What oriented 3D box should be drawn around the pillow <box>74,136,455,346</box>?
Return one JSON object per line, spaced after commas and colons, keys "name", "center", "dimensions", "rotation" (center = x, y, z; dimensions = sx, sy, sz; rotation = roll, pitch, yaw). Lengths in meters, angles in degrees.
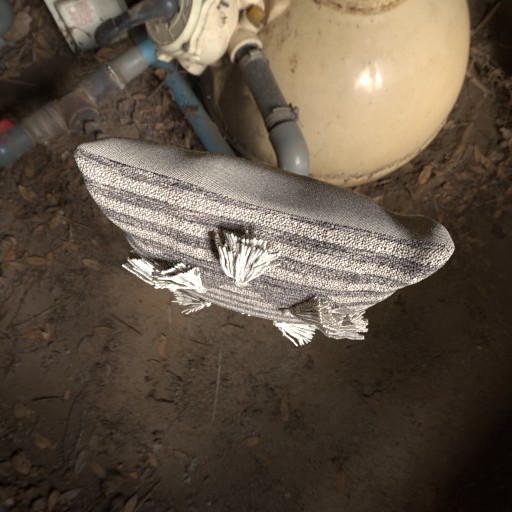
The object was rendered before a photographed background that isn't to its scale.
{"name": "pillow", "center": [0.000, 0.000, 0.765], "dimensions": [0.484, 0.490, 0.234], "rotation": [15, 75, 4]}
